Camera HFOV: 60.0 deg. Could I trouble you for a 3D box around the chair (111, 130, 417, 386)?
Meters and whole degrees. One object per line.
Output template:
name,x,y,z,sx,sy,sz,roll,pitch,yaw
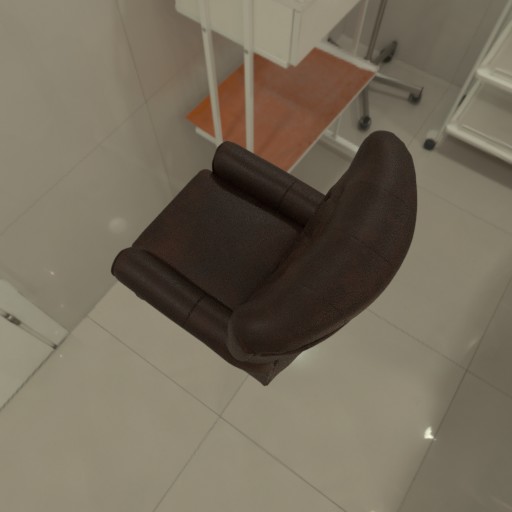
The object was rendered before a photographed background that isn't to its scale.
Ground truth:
chair,0.000,0.000,1.940,1.058,1.158,0.948,32,68,15
